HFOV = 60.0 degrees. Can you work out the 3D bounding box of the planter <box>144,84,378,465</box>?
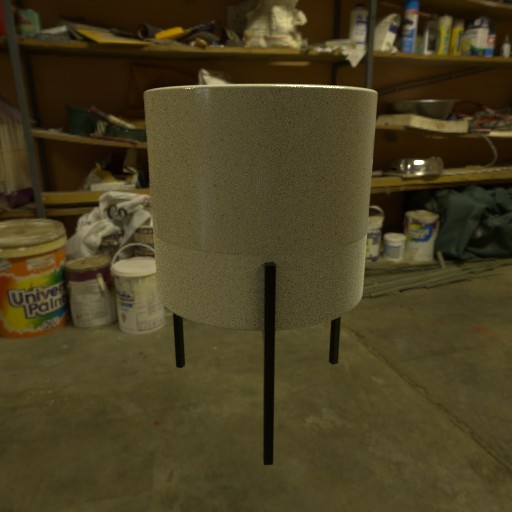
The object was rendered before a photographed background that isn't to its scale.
[{"bbox_3d":[0.000,0.000,0.332,0.159,0.230,0.152,9,19,26],"label":"planter"}]
